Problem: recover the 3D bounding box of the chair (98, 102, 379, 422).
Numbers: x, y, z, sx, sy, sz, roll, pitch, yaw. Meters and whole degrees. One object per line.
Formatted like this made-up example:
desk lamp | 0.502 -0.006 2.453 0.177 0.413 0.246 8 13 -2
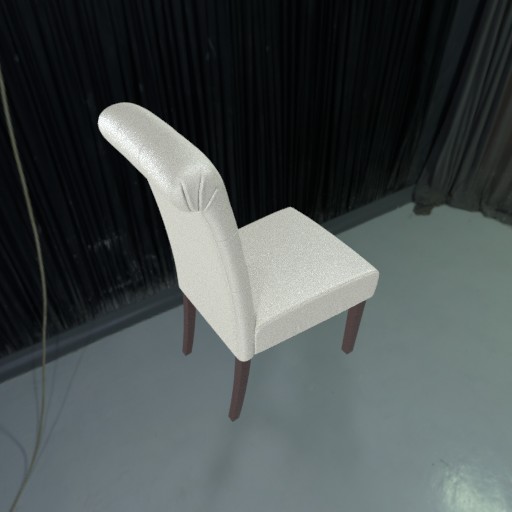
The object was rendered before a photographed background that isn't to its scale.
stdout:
chair | 0.000 0.000 1.387 0.671 1.006 0.456 -24 46 -26
